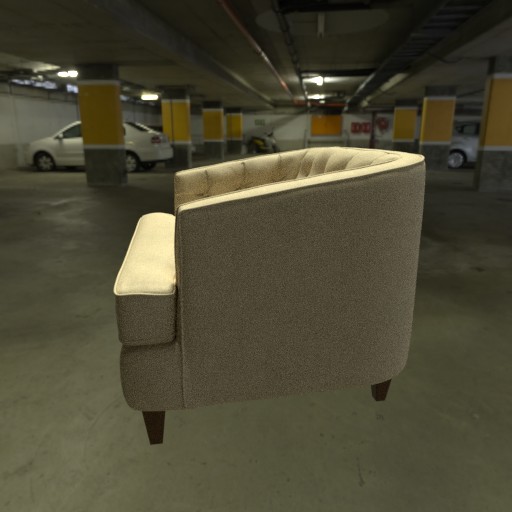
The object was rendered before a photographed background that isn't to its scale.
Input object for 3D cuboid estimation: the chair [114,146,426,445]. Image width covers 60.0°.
[{"bbox_3d":[0.000,0.000,1.672,0.914,0.787,1.118,-3,16,-10],"label":"chair"}]
